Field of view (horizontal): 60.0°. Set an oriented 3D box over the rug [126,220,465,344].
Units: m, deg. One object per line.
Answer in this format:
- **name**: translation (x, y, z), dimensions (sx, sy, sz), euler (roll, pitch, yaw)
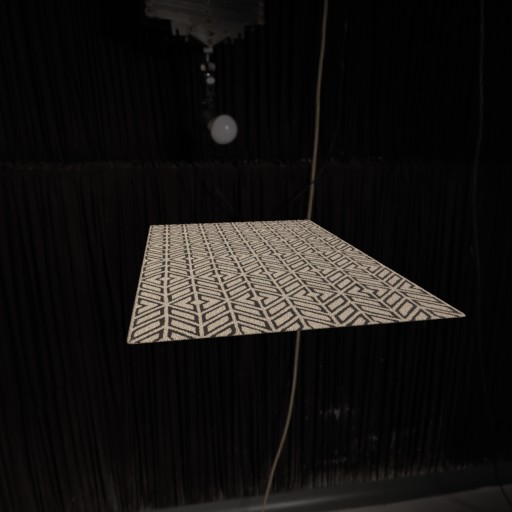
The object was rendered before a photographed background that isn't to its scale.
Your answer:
- **rug**: translation (0.000, 0.000, 3.065), dimensions (1.523, 0.008, 2.438), euler (-3, 16, -10)
